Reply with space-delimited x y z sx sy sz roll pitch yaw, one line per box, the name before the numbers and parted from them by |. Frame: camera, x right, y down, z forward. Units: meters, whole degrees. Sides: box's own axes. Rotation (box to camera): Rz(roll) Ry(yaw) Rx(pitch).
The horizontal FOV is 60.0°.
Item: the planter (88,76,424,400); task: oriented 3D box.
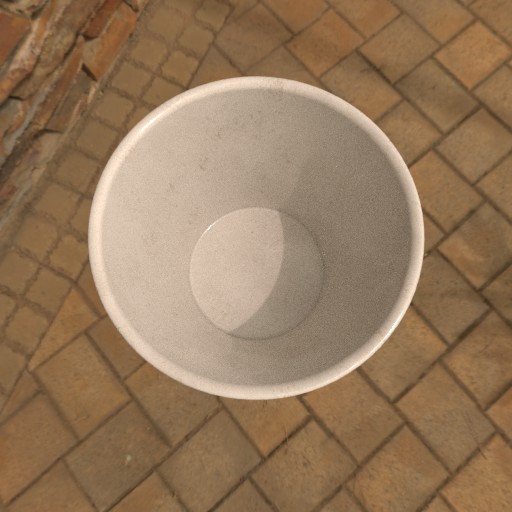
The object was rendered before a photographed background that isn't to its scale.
planter | 0.000 0.000 0.449 0.260 0.220 0.260 0 77 0
